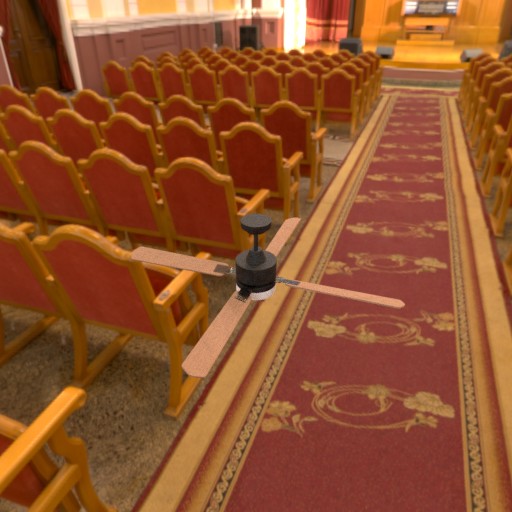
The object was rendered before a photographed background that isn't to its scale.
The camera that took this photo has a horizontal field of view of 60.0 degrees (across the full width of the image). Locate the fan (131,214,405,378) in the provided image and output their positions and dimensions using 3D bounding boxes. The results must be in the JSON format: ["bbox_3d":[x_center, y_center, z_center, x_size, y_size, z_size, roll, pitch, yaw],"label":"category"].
[{"bbox_3d":[0.000,0.000,1.988,1.320,0.355,1.320,10,32,17],"label":"fan"}]
